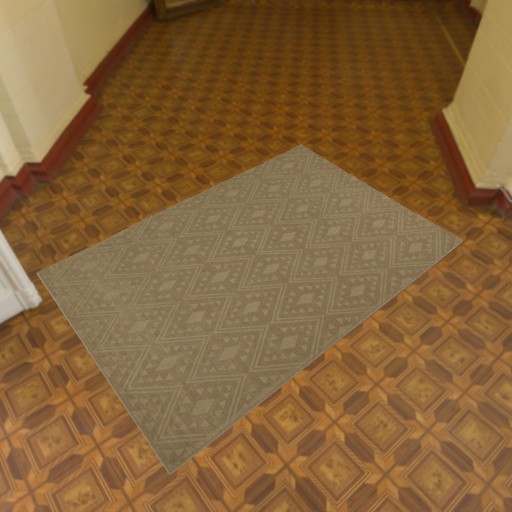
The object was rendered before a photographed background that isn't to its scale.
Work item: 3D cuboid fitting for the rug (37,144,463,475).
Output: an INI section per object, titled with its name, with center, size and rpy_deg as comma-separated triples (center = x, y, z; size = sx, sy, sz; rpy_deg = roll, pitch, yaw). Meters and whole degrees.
[rug]
center = 0.000, 0.000, 2.290
size = 1.829, 0.034, 1.252
rpy_deg = -31, 53, -27
